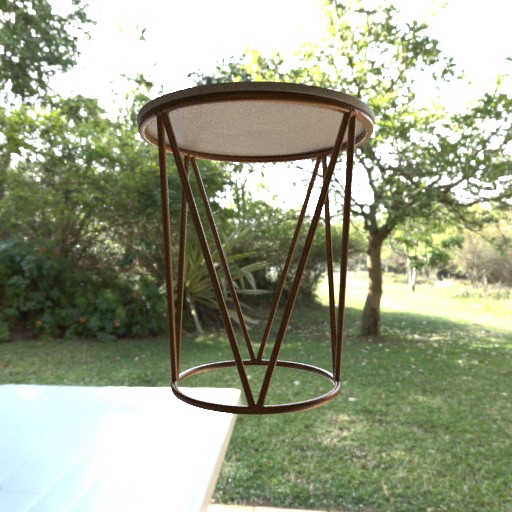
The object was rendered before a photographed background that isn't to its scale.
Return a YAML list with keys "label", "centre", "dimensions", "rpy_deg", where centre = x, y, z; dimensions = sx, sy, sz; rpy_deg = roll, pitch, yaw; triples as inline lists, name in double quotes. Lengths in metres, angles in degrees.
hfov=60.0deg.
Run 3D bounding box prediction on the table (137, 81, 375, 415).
- label: "table"
  centre: [0.000, 0.000, 0.964]
  dimensions: [0.500, 0.564, 0.500]
  rpy_deg: [0, 0, 0]
